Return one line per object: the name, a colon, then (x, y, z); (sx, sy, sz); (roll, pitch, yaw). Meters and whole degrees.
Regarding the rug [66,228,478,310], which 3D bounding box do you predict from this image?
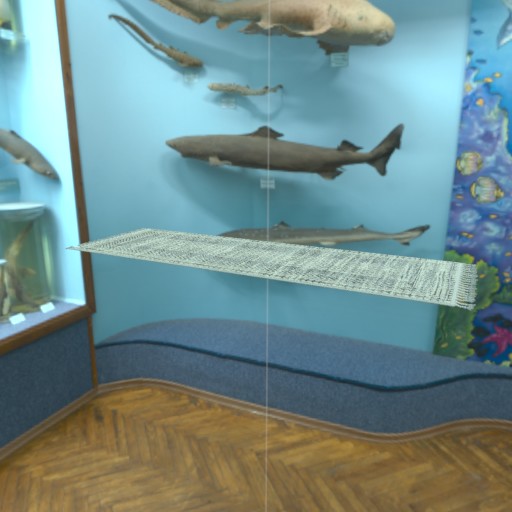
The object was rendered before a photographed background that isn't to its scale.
rug: (0.000, 0.000, 2.750); (2.480, 0.013, 0.786); (7, 16, 26)
